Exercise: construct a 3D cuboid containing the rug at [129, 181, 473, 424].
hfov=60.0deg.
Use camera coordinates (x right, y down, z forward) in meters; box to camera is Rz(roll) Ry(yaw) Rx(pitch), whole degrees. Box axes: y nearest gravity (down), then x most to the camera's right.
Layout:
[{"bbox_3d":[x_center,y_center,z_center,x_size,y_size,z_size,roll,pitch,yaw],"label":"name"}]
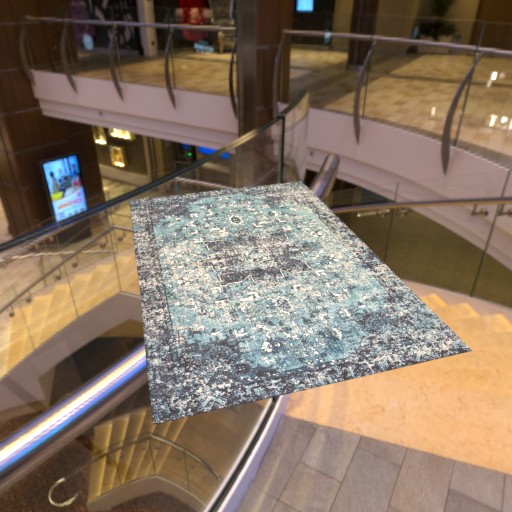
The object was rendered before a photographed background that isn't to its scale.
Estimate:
[{"bbox_3d":[0.000,0.000,2.318,1.219,0.005,1.828,-9,32,-14],"label":"rug"}]
